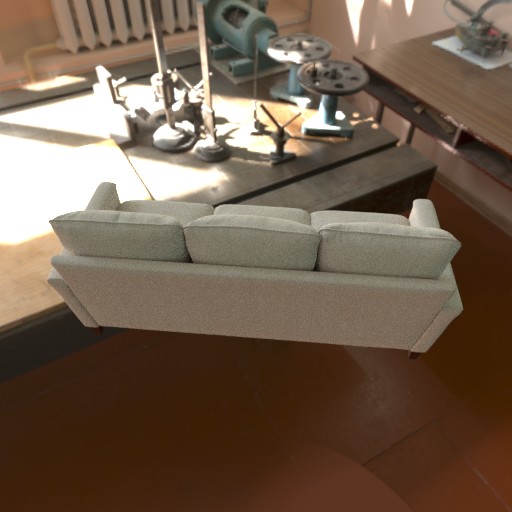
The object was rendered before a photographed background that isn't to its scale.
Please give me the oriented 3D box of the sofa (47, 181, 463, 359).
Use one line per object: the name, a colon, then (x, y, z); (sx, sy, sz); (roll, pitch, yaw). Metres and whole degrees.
sofa: (0.000, 0.000, 2.383); (1.925, 0.961, 0.828); (4, 47, 4)
